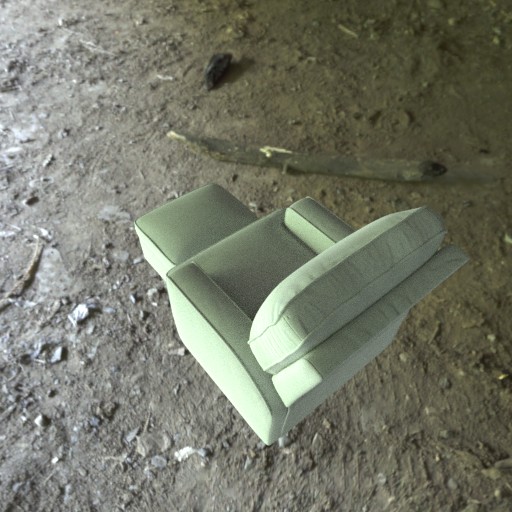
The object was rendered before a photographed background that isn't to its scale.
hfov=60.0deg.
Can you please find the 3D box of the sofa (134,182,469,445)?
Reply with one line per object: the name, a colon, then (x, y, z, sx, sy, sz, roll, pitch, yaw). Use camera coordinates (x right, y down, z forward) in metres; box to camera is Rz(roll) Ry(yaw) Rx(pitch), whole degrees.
sofa: (0.000, 0.000, 2.042, 0.861, 0.959, 1.472, -31, 54, -26)
